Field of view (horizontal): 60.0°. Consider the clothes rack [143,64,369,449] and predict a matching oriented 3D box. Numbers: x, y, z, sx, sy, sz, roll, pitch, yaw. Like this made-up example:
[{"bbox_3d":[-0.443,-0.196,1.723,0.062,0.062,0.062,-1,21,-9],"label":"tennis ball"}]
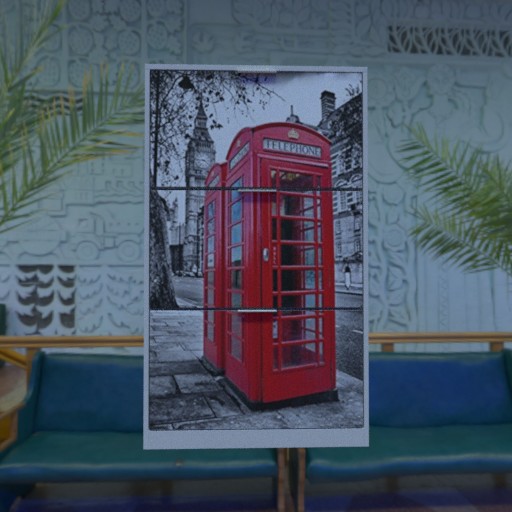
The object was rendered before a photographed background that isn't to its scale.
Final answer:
[{"bbox_3d":[0.000,0.000,1.594,0.750,1.280,0.250,0,-1,-2],"label":"clothes rack"}]
